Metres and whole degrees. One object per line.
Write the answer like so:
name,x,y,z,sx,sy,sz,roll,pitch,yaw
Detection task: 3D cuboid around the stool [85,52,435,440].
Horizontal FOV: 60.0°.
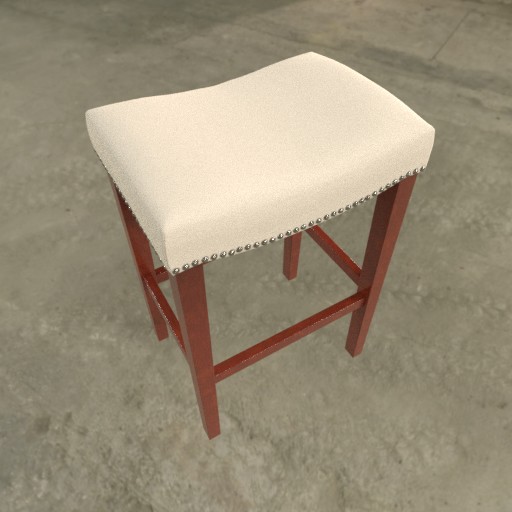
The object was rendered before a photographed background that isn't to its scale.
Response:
stool,0.000,0.000,1.010,0.504,0.742,0.372,-23,51,-20
